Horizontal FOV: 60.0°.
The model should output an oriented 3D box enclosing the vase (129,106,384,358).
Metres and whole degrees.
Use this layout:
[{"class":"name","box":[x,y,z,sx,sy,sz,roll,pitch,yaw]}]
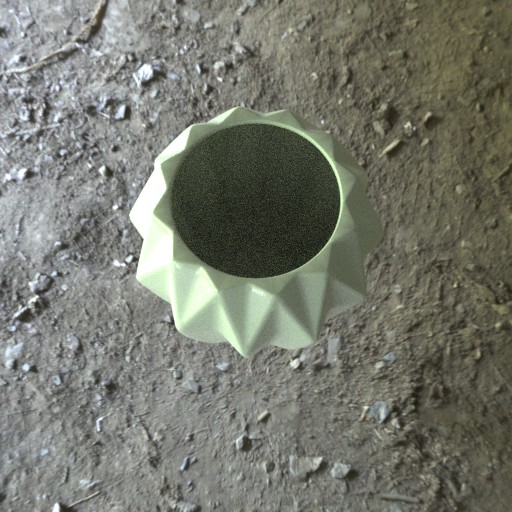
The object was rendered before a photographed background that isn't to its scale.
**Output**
[{"class":"vase","box":[0.000,0.000,0.416,0.195,0.275,0.195,0,73,0]}]
